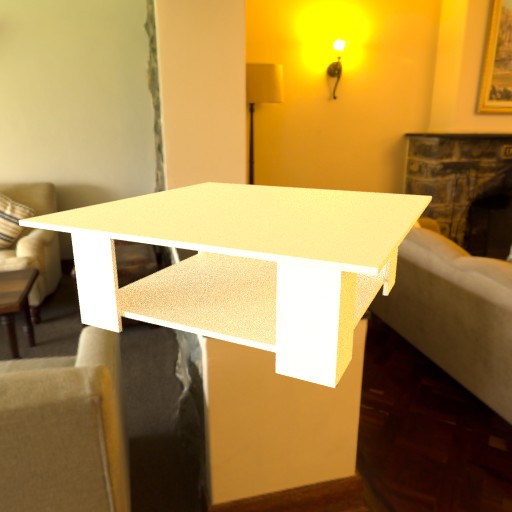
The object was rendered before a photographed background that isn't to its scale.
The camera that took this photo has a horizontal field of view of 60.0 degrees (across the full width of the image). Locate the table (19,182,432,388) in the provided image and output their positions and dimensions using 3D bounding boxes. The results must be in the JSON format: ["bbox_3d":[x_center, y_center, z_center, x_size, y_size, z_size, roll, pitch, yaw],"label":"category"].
[{"bbox_3d":[0.000,0.000,1.350,0.890,0.305,0.890,8,18,25],"label":"table"}]
